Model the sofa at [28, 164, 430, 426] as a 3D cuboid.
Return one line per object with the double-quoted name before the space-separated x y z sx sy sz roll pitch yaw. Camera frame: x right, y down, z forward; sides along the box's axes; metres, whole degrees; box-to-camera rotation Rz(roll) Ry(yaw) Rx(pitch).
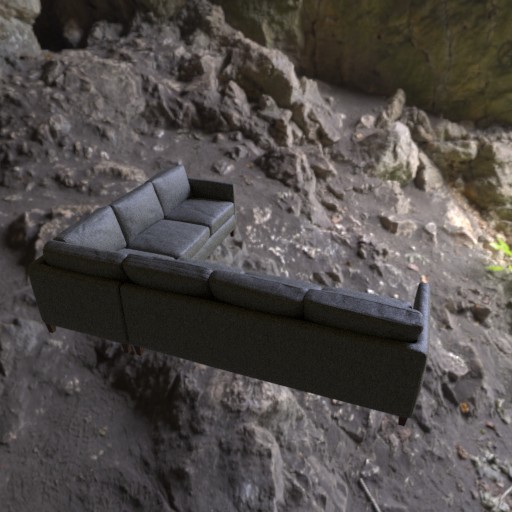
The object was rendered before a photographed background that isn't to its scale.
"sofa" 0.000 0.000 4.465 3.302 0.947 2.593 10 31 17
